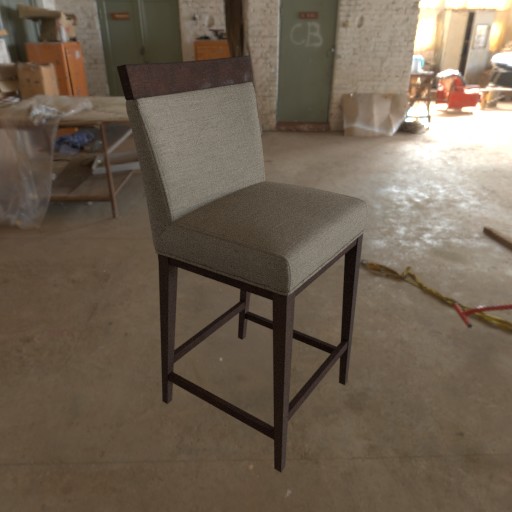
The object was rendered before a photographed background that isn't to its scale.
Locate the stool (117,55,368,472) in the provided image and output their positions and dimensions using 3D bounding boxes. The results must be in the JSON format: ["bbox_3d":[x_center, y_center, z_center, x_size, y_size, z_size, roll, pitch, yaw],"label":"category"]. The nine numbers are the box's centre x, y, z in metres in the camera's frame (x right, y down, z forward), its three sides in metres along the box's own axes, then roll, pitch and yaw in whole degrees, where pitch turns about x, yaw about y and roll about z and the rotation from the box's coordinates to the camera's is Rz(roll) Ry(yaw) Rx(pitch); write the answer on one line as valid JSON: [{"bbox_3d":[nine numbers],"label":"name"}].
[{"bbox_3d":[0.000,0.000,1.390,0.531,1.117,0.511,18,32,31],"label":"stool"}]
